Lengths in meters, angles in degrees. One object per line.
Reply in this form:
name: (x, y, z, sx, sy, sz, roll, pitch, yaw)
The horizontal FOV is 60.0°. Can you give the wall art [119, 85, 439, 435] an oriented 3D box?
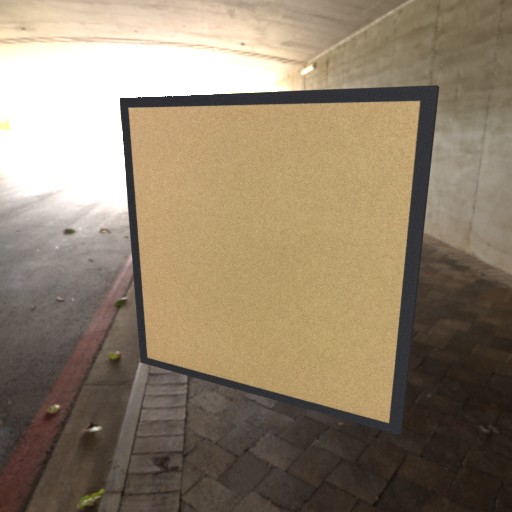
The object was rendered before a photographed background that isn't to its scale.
wall art: (0.000, 0.000, 1.097, 0.762, 0.760, 0.037, 8, 18, 25)
